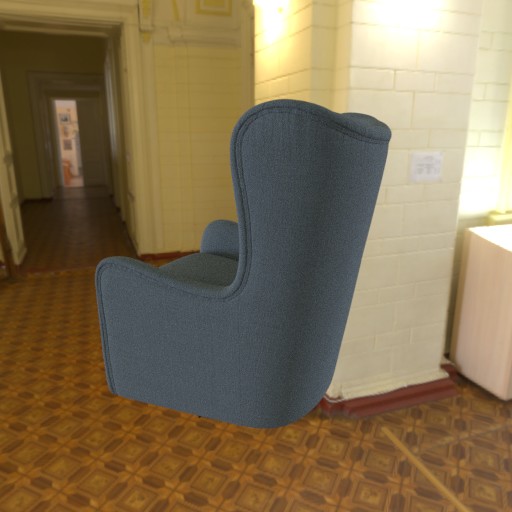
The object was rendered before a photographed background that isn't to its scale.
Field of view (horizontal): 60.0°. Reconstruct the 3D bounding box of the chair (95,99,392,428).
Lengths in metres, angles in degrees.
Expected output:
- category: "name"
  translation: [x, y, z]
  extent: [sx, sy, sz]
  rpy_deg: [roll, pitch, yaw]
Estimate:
- category: "chair"
  translation: [0.000, 0.000, 1.713]
  extent: [0.930, 1.079, 0.831]
  rpy_deg: [7, 17, 24]
